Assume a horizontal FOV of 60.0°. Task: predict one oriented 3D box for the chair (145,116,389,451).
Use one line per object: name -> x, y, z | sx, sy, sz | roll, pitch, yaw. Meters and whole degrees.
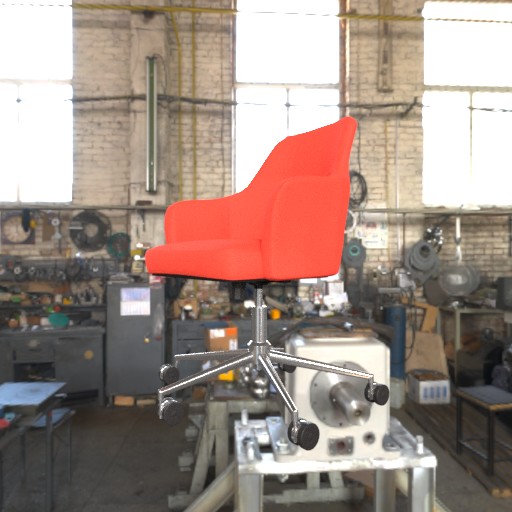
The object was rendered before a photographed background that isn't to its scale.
chair -> 0.000, 0.000, 1.256 | 0.600, 0.820, 0.655 | 0, 0, -36
